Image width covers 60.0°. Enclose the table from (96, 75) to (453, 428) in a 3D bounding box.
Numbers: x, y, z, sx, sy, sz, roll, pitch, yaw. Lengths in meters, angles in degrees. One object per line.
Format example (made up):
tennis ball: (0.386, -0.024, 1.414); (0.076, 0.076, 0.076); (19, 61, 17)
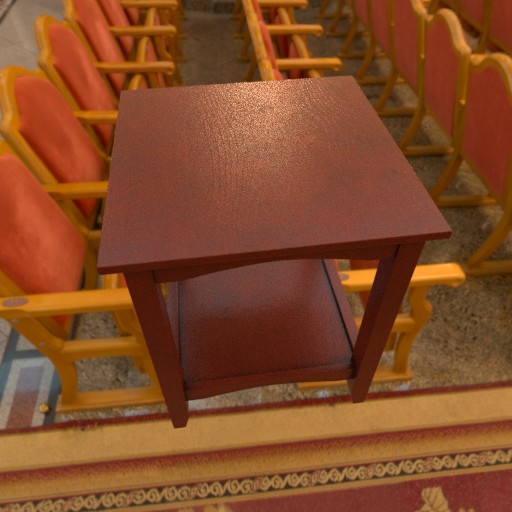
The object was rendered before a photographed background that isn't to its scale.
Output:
table: (0.000, 0.000, 0.984); (0.522, 0.558, 0.523); (-4, 47, -4)
